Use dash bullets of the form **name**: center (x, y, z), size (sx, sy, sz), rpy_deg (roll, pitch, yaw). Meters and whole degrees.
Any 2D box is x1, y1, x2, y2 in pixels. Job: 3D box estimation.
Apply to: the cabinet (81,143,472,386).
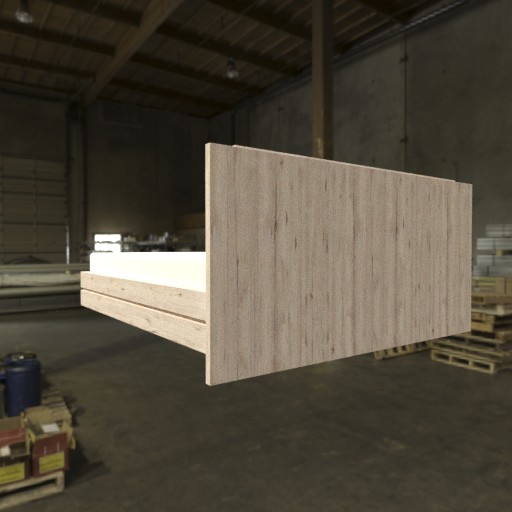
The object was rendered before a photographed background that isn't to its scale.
- **cabinet**: center (0.000, 0.000, 3.149), size (1.950, 0.970, 2.080), rpy_deg (-1, 1, -36)
